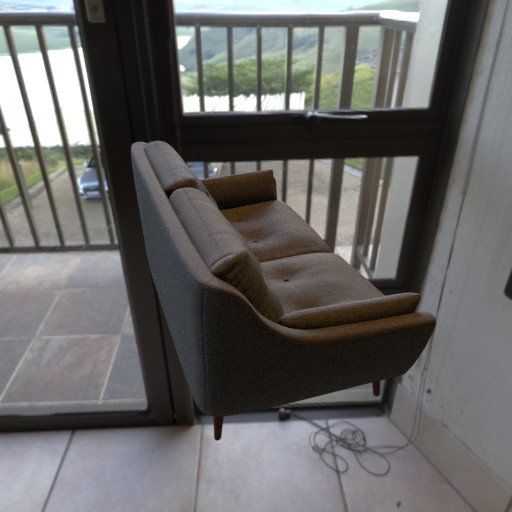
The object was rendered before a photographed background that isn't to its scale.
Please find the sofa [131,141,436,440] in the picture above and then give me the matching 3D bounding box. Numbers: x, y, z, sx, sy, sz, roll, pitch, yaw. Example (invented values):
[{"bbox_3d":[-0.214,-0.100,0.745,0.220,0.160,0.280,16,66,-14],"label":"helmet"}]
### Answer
[{"bbox_3d":[0.000,0.000,2.241,0.976,0.887,1.646,-11,33,-18],"label":"sofa"}]
